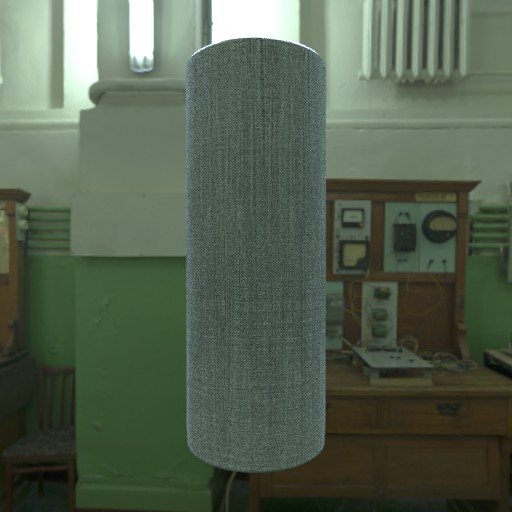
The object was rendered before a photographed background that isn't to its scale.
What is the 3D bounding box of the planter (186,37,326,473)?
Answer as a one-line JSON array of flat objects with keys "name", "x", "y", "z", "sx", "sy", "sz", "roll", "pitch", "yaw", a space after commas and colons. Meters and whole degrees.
[{"name": "planter", "x": 0.000, "y": 0.000, "z": 0.322, "sx": 0.100, "sy": 0.270, "sz": 0.100, "roll": 0, "pitch": 1, "yaw": 1}]
